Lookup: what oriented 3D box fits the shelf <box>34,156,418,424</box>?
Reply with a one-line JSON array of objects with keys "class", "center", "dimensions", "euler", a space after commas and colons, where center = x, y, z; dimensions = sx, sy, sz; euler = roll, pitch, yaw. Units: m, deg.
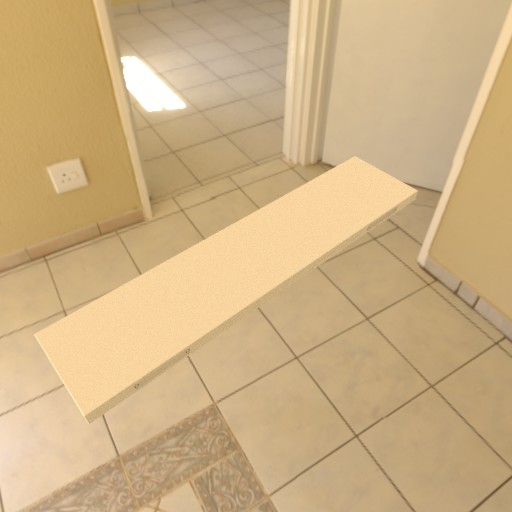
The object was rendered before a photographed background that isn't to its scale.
[{"class": "shelf", "center": [0.000, 0.000, 0.661], "dimensions": [0.610, 0.020, 0.140], "euler": [-32, 54, -27]}]
